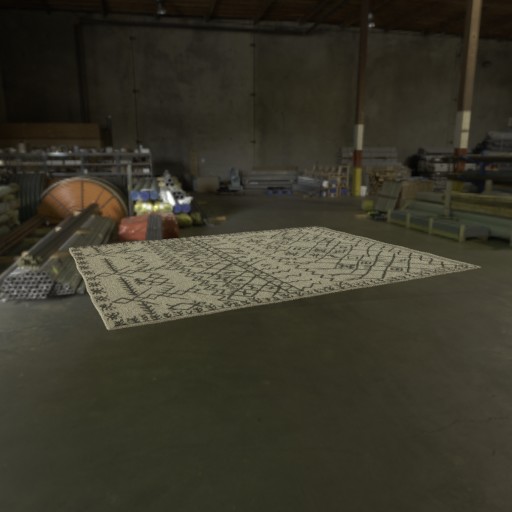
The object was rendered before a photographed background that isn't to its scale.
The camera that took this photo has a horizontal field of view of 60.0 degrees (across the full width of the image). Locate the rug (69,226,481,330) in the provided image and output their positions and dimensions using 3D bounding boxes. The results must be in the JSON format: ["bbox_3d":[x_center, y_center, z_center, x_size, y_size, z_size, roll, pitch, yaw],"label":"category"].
[{"bbox_3d":[0.000,0.000,3.312,2.455,0.025,1.964,-6,14,-26],"label":"rug"}]
